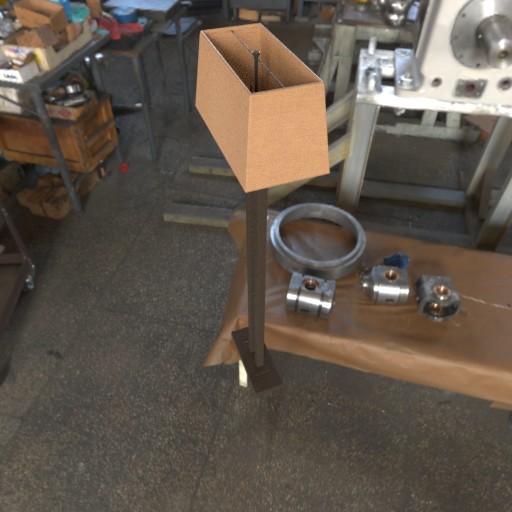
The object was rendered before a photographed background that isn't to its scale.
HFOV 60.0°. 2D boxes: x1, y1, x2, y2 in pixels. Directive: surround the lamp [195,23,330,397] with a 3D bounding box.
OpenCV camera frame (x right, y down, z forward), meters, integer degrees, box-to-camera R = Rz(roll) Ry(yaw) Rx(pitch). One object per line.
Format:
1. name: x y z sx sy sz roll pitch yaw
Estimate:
1. lamp: 0.000 0.000 1.637 0.233 1.469 0.475 -15 48 -14
